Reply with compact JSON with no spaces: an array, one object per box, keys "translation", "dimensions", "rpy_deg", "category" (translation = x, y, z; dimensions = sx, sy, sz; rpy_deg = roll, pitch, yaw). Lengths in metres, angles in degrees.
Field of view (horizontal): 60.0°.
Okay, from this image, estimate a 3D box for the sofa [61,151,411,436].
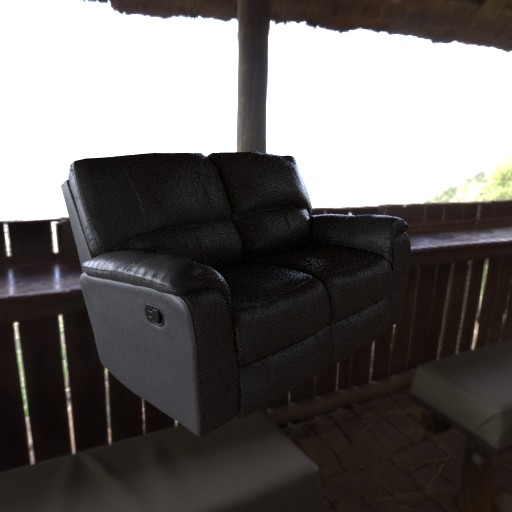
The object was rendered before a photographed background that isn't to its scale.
[{"translation":[0.000,0.000,2.442],"dimensions":[1.104,1.111,1.765],"rpy_deg":[13,19,42],"category":"sofa"}]
